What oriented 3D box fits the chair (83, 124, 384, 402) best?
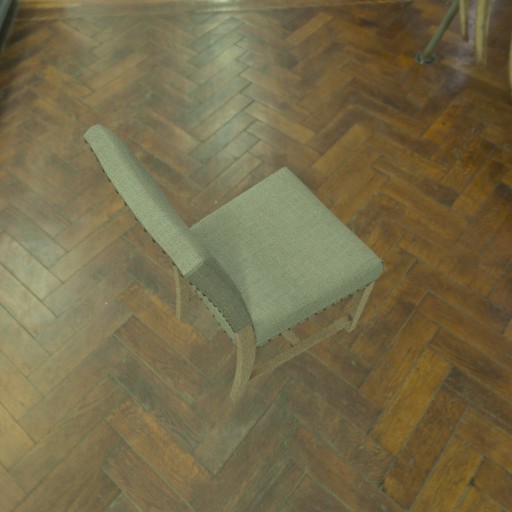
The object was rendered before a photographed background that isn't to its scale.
[{"bbox_3d":[0.000,0.000,1.350,0.622,0.986,0.508,-31,63,-18],"label":"chair"}]
